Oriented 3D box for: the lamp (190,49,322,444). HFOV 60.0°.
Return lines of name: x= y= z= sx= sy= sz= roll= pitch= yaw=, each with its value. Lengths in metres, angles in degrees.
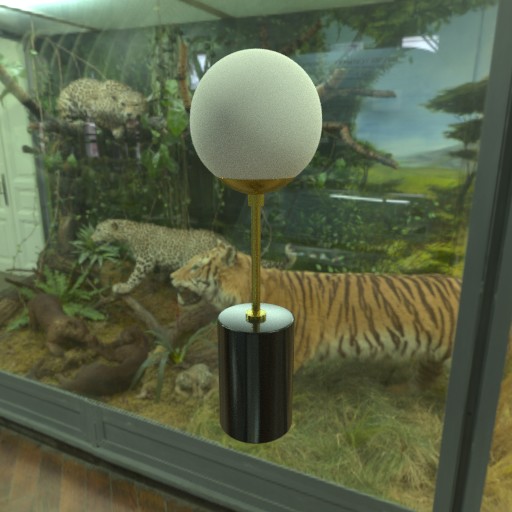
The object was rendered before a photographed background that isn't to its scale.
lamp: x=0.000 y=0.000 z=0.562 sx=0.153 sy=0.480 sz=0.153 roll=0 pitch=15 yaw=0
